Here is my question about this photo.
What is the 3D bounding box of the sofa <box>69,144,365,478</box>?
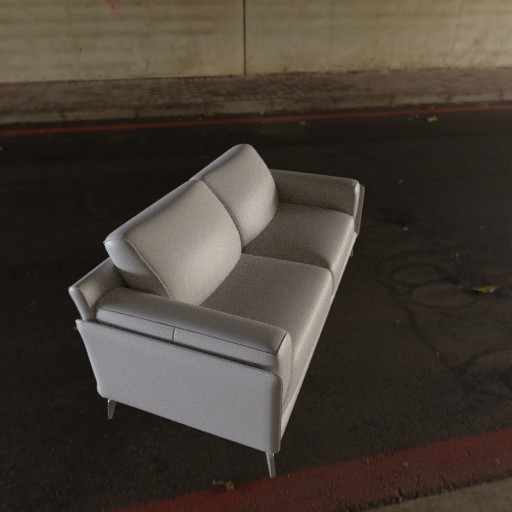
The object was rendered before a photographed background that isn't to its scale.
[{"bbox_3d":[0.000,0.000,2.644,1.049,0.930,2.101,10,32,17],"label":"sofa"}]
